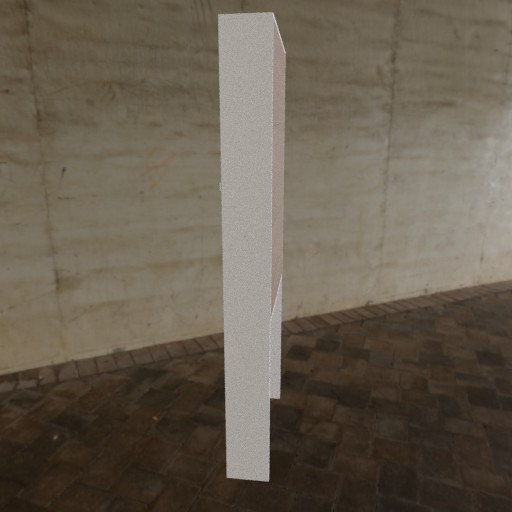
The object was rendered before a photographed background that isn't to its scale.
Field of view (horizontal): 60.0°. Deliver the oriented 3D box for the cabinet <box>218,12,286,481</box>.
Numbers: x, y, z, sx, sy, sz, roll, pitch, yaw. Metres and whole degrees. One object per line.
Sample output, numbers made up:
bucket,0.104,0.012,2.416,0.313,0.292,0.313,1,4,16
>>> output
cabinet,0.000,0.000,1.951,0.192,1.770,0.643,2,14,7
